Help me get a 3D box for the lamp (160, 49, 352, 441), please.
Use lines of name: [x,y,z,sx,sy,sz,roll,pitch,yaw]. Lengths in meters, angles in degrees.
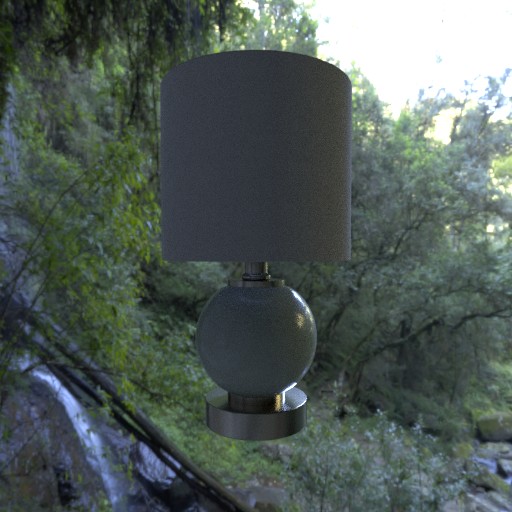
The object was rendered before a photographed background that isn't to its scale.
lamp: [0.000,0.000,0.476,0.201,0.353,0.201,0,0,-36]
